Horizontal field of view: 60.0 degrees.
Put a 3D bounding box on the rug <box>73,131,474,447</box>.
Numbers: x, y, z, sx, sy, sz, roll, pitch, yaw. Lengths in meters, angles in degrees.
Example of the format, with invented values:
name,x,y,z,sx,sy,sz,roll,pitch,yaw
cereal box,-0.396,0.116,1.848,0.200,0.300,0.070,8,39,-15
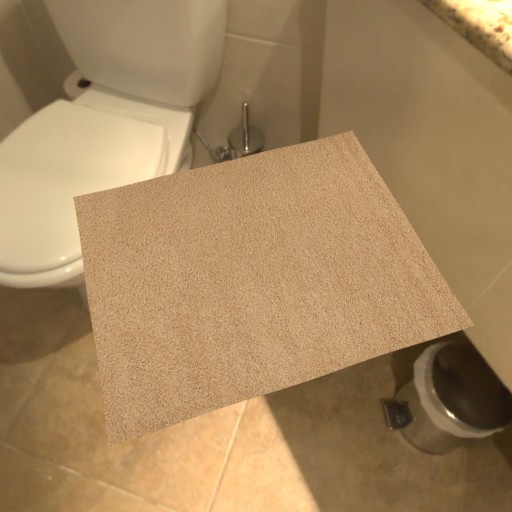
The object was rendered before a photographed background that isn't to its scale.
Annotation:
name,x,y,z,sx,sy,sz,roll,pitch,yaw
rug,0.000,0.000,4.013,3.000,0.026,2.400,-16,60,-9
